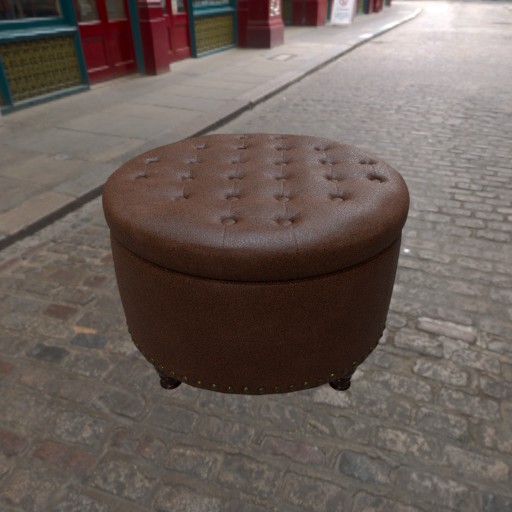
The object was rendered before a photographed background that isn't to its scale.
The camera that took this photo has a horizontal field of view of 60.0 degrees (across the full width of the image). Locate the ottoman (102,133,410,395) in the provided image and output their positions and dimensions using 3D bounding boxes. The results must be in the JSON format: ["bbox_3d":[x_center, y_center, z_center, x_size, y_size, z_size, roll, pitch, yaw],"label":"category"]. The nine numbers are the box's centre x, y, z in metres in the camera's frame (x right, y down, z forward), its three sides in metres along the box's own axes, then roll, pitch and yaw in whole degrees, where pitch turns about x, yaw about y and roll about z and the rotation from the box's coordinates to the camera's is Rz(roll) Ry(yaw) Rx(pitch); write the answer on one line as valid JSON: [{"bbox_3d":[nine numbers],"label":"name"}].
[{"bbox_3d":[0.000,0.000,1.049,0.637,0.442,0.637,0,31,0],"label":"ottoman"}]
